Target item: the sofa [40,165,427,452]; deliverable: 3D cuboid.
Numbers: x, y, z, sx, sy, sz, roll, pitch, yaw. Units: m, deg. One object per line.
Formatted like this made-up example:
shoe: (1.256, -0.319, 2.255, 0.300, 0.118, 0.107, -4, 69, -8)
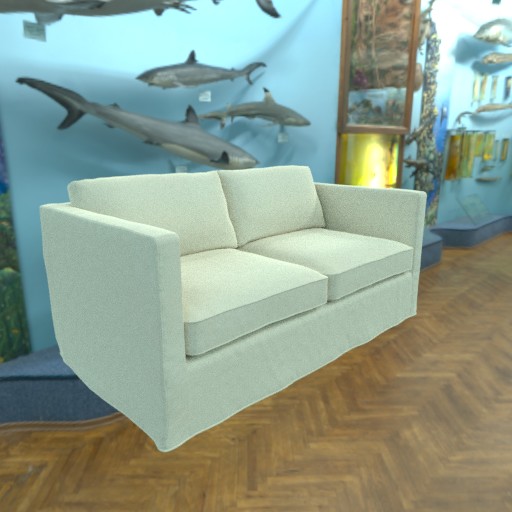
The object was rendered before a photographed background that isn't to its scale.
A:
sofa: (0.000, 0.000, 2.233, 1.746, 0.834, 0.962, -14, 20, -42)
